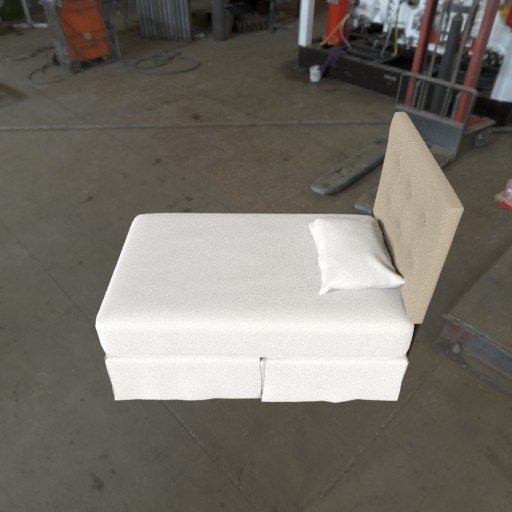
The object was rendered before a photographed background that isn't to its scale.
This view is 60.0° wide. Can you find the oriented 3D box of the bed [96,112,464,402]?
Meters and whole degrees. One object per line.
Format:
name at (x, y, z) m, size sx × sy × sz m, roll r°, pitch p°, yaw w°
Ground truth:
bed at (0.000, 0.000, 3.005) m, size 1.997 × 1.571 × 1.261 m, roll 0°, pitch 40°, yaw 1°
